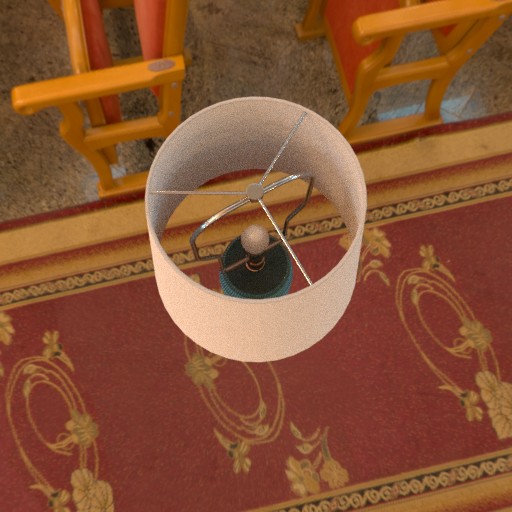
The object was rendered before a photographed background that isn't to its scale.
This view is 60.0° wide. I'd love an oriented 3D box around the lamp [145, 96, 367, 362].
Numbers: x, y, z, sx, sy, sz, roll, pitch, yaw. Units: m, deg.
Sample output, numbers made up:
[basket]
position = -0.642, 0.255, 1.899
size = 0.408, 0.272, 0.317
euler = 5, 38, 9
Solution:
[lamp]
position = 0.000, 0.000, 0.546
size = 0.254, 0.392, 0.254
euler = 0, 75, 0
